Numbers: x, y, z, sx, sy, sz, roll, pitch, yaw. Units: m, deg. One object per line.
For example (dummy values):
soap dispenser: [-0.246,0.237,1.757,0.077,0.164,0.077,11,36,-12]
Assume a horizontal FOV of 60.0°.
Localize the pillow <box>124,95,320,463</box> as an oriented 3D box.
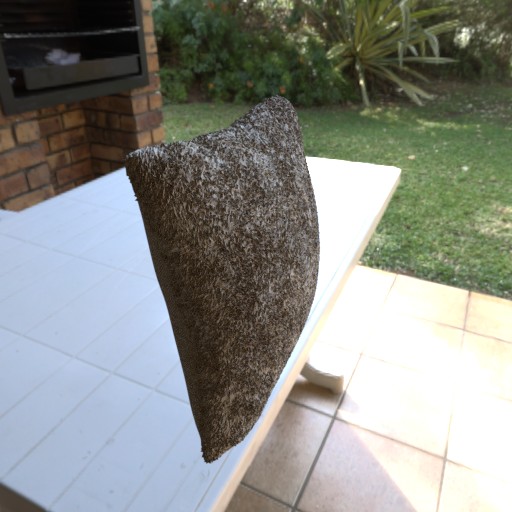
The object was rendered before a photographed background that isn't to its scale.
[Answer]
pillow: [0.000,0.000,0.822,0.218,0.515,0.529,10,30,18]
